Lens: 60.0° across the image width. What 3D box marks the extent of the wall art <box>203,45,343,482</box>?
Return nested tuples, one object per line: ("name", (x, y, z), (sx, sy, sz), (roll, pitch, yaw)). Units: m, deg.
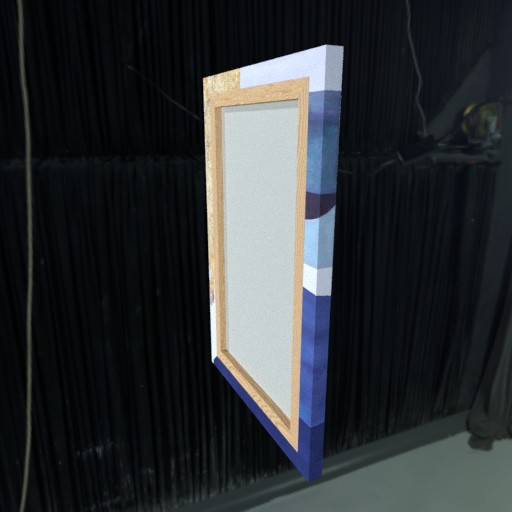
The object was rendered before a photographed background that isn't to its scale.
("wall art", (0.000, 0.000, 1.150), (0.039, 0.911, 0.607), (-8, 18, -26))
